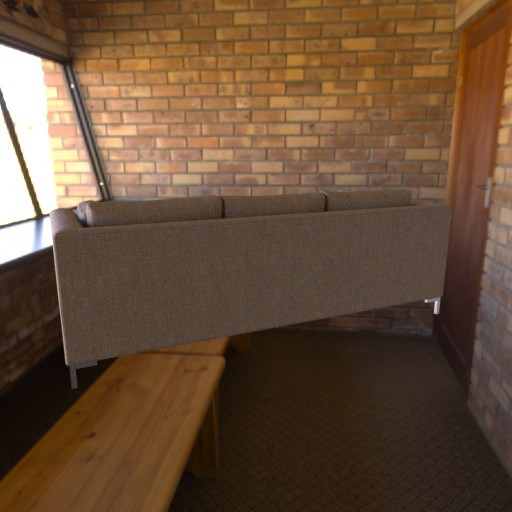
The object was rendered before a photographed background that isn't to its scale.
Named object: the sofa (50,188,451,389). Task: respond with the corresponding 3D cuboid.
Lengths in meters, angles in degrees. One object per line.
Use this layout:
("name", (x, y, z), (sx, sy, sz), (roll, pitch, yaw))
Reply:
("sofa", (0.000, 0.000, 2.926), (2.415, 0.867, 0.969), (-6, 15, -24))
